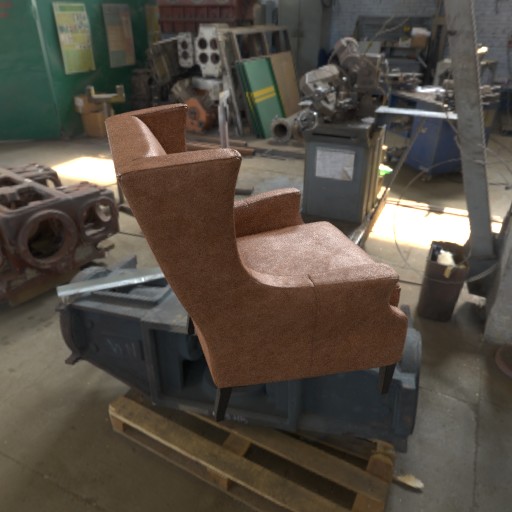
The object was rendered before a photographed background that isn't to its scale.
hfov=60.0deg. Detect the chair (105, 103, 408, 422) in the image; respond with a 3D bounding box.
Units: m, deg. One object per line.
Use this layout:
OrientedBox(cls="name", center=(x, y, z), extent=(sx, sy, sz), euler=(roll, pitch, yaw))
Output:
OrientedBox(cls="chair", center=(0.000, 0.000, 1.681), extent=(0.926, 1.016, 0.853), euler=(-9, 30, -16))
